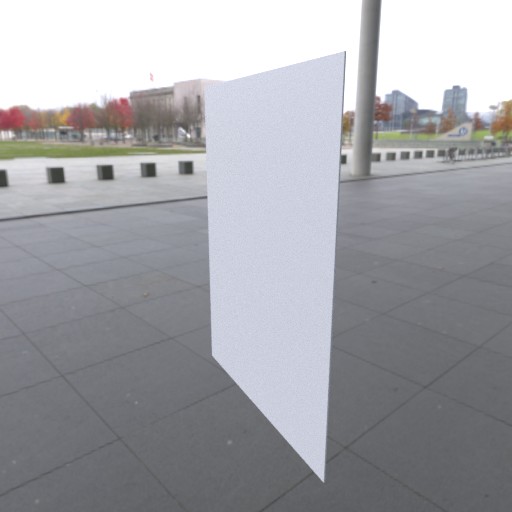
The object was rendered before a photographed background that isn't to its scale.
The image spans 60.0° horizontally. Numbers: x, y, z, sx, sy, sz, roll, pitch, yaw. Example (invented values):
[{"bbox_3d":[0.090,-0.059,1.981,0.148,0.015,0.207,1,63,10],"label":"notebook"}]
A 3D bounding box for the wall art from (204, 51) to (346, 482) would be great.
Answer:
[{"bbox_3d":[0.000,0.000,0.796,0.003,0.610,0.457,-8,17,-26],"label":"wall art"}]
